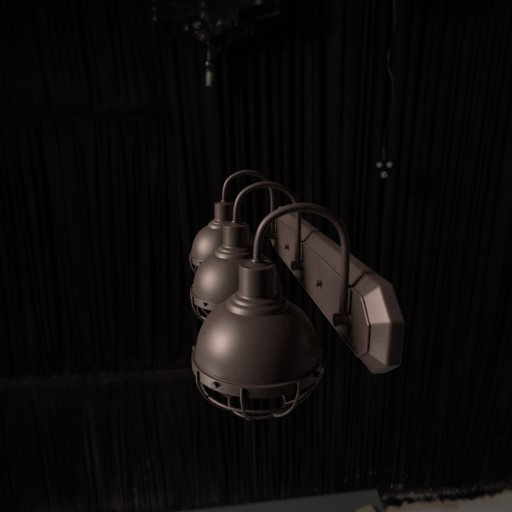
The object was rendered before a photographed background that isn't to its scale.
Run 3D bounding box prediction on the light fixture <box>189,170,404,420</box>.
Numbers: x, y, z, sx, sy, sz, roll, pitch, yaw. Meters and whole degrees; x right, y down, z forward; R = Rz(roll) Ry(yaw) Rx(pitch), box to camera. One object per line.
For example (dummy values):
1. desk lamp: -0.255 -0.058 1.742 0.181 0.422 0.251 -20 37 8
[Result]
1. light fixture: 0.000 0.000 0.763 0.229 0.254 0.634 -2 16 -8
